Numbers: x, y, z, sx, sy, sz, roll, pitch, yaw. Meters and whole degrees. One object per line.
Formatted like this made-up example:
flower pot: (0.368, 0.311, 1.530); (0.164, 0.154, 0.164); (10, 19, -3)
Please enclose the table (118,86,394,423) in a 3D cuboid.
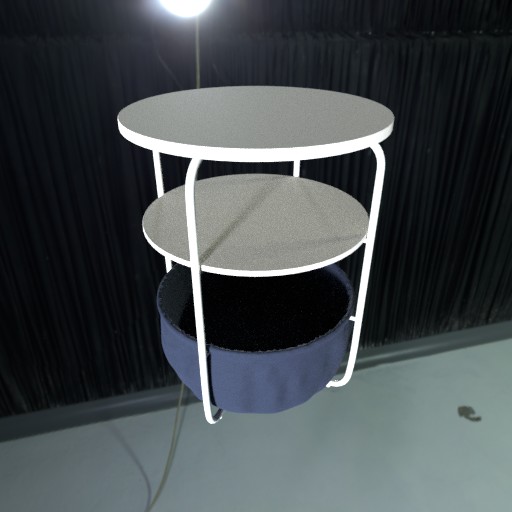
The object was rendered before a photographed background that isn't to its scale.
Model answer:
table: (0.000, 0.000, 0.828); (0.418, 0.532, 0.418); (-10, 32, -17)
